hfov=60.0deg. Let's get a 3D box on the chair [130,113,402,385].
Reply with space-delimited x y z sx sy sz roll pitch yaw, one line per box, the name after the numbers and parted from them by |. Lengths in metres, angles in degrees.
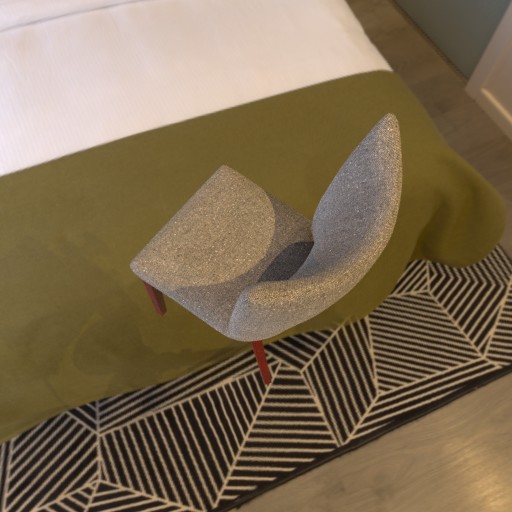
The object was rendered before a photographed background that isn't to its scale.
0.000 0.000 1.312 0.623 0.924 0.535 33 68 15 | chair
